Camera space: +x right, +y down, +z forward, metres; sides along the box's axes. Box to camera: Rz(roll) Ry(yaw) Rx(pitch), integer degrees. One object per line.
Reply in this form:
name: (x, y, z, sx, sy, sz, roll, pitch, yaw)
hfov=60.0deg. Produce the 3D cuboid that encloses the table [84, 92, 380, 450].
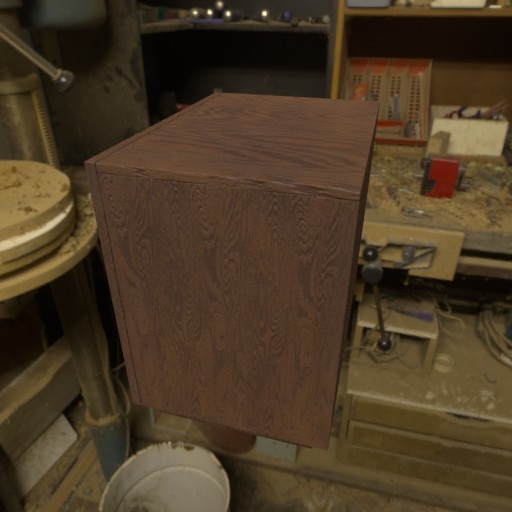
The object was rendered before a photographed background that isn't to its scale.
table: (0.000, 0.000, 0.996, 0.439, 0.585, 0.560, 8, 32, 14)
